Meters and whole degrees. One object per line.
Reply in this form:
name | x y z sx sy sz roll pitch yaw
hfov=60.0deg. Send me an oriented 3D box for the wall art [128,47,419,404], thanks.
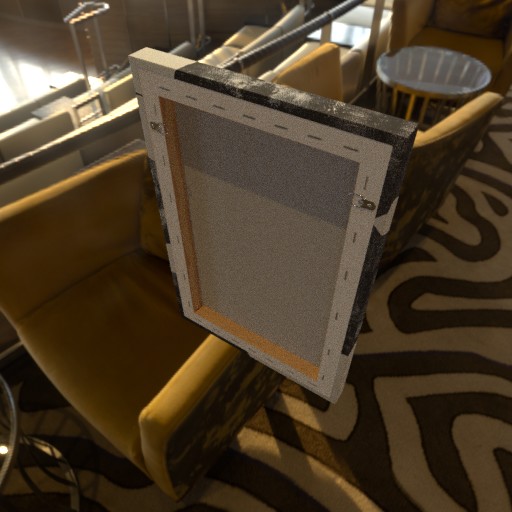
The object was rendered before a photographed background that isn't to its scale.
wall art | 0.000 0.000 0.774 0.407 0.610 0.039 25 51 22
